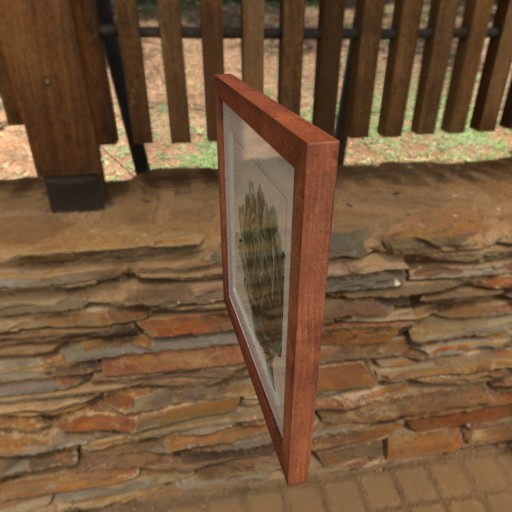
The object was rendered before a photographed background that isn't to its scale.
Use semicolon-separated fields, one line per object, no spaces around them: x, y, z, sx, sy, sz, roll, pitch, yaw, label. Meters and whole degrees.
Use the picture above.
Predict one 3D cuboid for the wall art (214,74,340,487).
0.000;0.000;0.833;0.037;0.572;0.554;-7;30;-13;wall art
